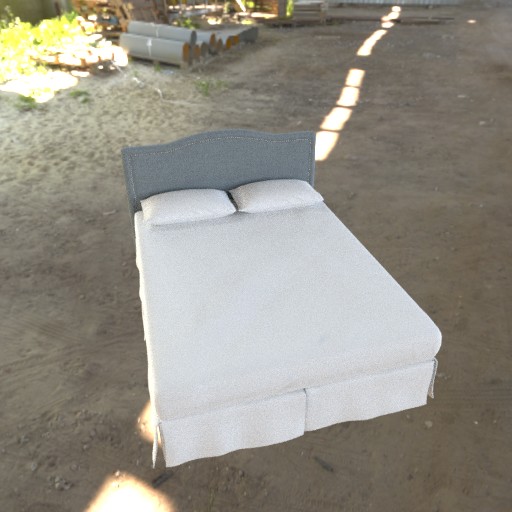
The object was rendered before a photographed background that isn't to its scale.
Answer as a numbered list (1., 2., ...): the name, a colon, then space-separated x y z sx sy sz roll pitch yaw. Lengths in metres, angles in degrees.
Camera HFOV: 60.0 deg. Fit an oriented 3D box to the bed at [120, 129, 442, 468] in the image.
1. bed: 0.000 0.000 3.878 2.161 1.457 2.689 -9 34 -13
